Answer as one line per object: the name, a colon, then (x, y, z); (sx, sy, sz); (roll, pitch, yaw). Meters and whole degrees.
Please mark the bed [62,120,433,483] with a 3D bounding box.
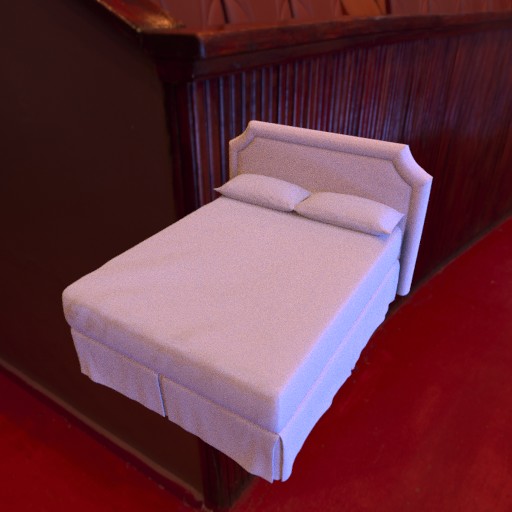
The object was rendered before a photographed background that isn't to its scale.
bed: (0.000, 0.000, 3.182); (1.828, 1.297, 2.164); (18, 35, 27)
